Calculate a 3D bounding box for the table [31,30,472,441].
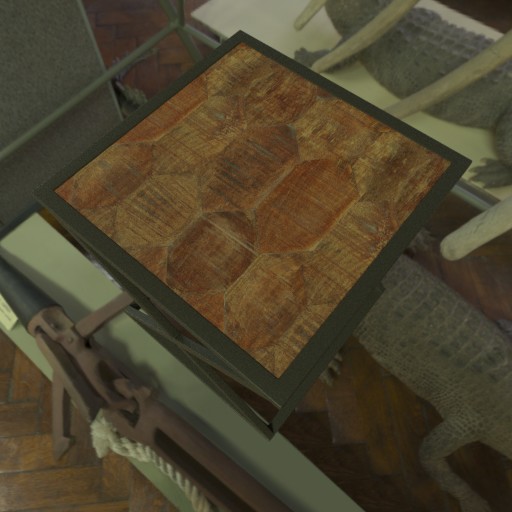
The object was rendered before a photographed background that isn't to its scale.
[{"bbox_3d":[0.000,0.000,0.956,0.500,0.565,0.500,37,69,17],"label":"table"}]
